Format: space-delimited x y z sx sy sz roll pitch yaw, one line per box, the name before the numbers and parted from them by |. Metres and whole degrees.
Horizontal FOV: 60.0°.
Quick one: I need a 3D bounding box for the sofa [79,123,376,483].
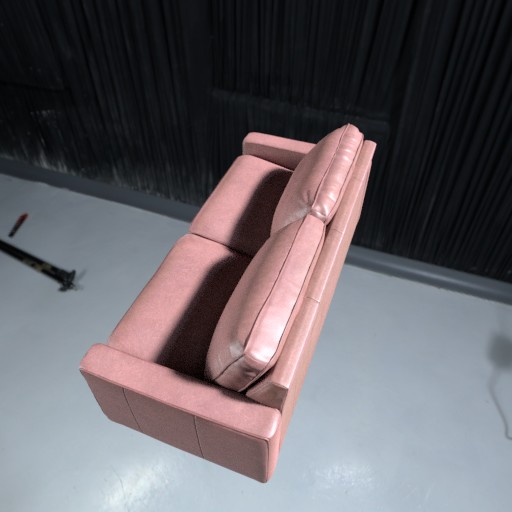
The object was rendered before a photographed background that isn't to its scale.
sofa | 0.000 0.000 2.567 0.940 0.919 2.080 16 49 14
